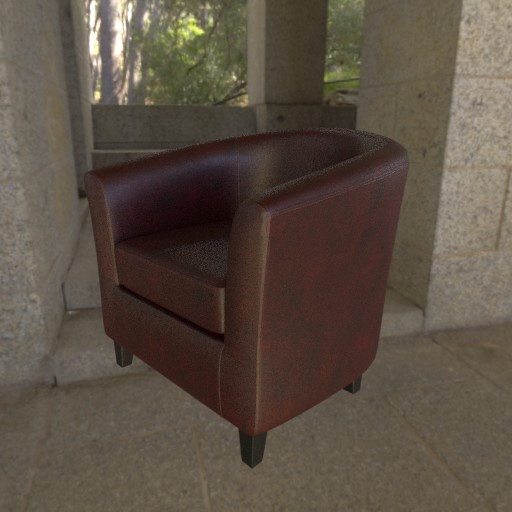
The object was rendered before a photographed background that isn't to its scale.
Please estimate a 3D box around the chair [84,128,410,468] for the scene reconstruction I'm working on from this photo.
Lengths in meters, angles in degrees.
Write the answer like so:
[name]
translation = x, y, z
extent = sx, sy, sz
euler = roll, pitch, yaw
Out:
[chair]
translation = 0.000, 0.000, 1.370
extent = 0.727, 0.756, 0.792
euler = -16, 23, -42
